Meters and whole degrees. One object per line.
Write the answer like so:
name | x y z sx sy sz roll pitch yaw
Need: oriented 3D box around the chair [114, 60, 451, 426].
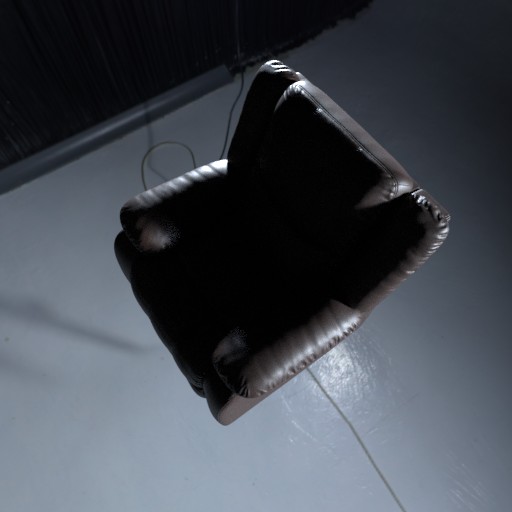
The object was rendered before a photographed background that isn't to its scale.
chair | 0.000 0.000 1.706 0.934 1.009 0.899 -32 68 -15
